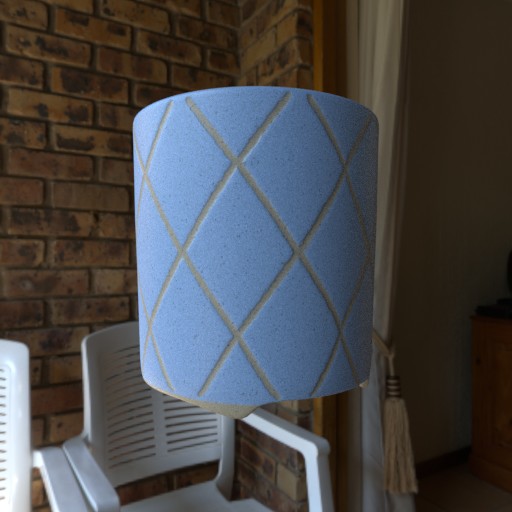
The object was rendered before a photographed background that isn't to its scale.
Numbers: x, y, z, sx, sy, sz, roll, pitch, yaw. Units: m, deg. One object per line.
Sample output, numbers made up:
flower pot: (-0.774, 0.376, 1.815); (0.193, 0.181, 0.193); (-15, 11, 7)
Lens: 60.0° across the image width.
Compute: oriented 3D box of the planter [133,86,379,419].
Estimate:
planter: (0.000, 0.000, 0.355); (0.191, 0.200, 0.191); (0, -1, 0)
